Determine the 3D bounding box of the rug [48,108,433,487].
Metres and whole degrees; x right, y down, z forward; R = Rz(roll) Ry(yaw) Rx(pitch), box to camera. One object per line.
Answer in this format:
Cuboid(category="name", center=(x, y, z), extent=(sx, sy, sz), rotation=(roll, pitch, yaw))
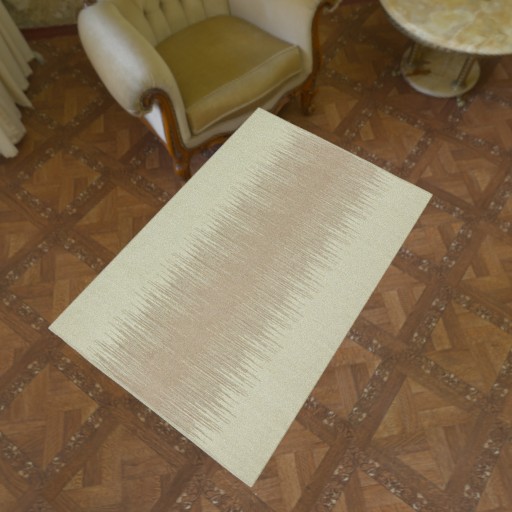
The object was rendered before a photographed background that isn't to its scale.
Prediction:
Cuboid(category="rug", center=(0.000, 0.000, 2.391), extent=(1.234, 0.006, 1.850), rotation=(31, 66, 16))
